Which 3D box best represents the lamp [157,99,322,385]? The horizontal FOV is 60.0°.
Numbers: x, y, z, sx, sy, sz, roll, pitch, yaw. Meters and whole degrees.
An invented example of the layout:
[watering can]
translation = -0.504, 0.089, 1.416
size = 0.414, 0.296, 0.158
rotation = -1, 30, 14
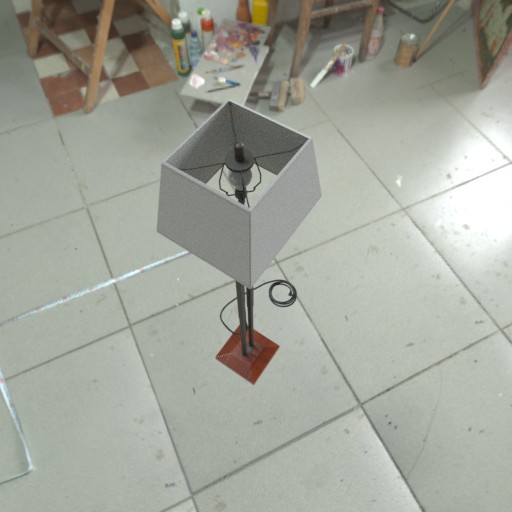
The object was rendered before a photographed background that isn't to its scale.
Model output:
[lamp]
translation = 0.000, 0.000, 1.991
size = 0.472, 1.712, 0.745
rotation = 31, 64, 17
